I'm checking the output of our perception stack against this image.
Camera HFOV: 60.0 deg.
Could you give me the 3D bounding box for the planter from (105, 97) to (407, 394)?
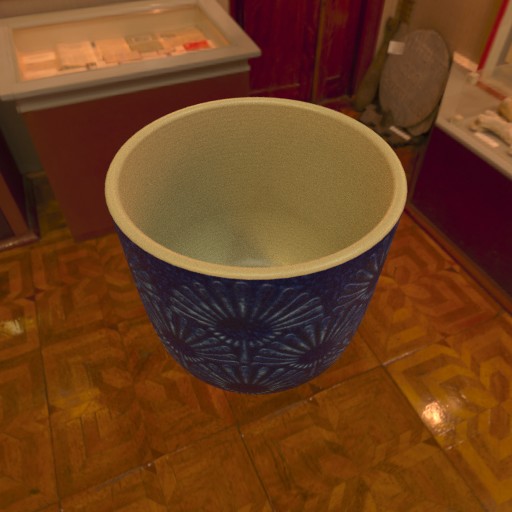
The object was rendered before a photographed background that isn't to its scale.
[{"bbox_3d":[0.000,0.000,0.224,0.124,0.109,0.124,0,46,0],"label":"planter"}]
